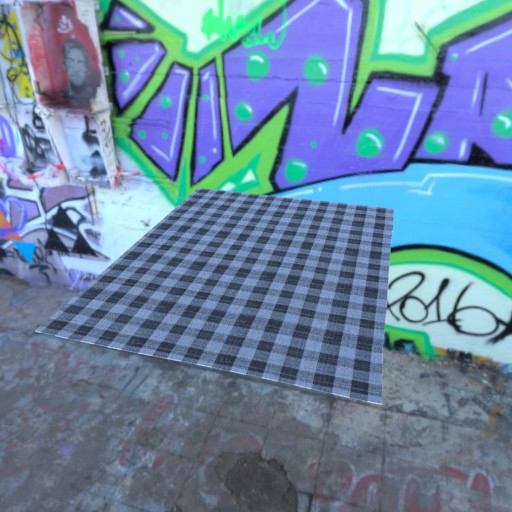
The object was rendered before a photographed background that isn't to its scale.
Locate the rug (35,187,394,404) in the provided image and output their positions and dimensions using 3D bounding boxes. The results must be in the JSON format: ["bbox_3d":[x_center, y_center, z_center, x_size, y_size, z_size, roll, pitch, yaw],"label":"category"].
[{"bbox_3d":[0.000,0.000,4.149,2.432,0.013,3.021,8,30,14],"label":"rug"}]
